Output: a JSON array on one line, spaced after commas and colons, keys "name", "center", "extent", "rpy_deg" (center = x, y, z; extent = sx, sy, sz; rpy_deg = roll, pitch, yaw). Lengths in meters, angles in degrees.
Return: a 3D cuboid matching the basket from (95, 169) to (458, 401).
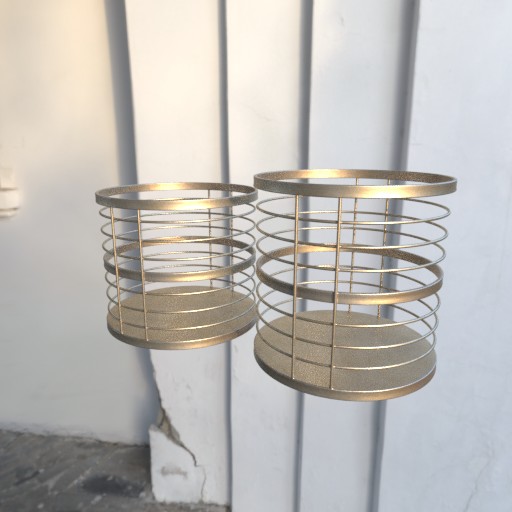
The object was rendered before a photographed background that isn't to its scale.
[{"name": "basket", "center": [0.000, 0.000, 0.938], "extent": [0.746, 0.351, 0.356], "rpy_deg": [8, 17, 27]}]
